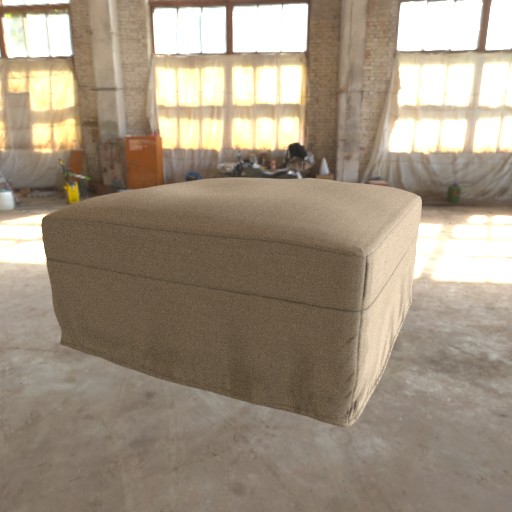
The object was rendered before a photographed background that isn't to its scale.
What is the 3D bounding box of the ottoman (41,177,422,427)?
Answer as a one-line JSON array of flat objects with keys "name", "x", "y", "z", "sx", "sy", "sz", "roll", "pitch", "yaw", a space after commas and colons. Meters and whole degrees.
[{"name": "ottoman", "x": 0.000, "y": 0.000, "z": 1.329, "sx": 0.843, "sy": 0.436, "sz": 0.840, "roll": 7, "pitch": 17, "yaw": 25}]
